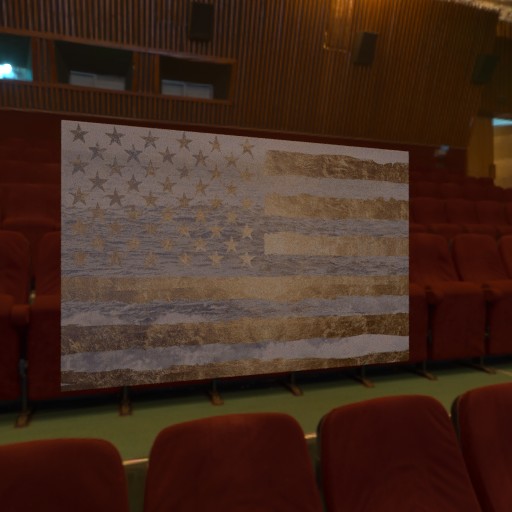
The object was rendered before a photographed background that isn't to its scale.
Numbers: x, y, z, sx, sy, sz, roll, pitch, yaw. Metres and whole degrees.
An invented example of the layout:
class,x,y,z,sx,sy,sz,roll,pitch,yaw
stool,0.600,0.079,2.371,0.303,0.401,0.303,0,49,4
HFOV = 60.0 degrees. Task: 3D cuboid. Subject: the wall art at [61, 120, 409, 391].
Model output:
class,x,y,z,sx,sy,sz,roll,pitch,yaw
wall art,0.000,0.000,1.157,0.932,0.610,0.027,0,0,-19
